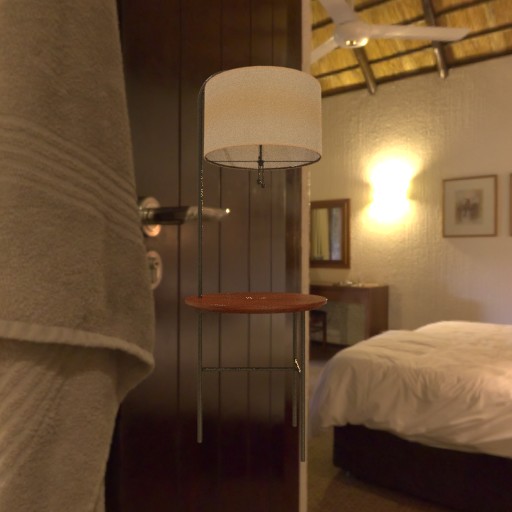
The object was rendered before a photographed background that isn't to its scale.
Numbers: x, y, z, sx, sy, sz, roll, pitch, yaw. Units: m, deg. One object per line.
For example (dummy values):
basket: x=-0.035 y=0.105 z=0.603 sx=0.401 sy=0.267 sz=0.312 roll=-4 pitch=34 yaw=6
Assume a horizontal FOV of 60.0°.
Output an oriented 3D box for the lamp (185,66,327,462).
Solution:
lamp: x=0.000 y=0.000 z=1.808 sx=0.573 sy=1.517 sz=0.573 roll=0 pitch=0 yaw=0
